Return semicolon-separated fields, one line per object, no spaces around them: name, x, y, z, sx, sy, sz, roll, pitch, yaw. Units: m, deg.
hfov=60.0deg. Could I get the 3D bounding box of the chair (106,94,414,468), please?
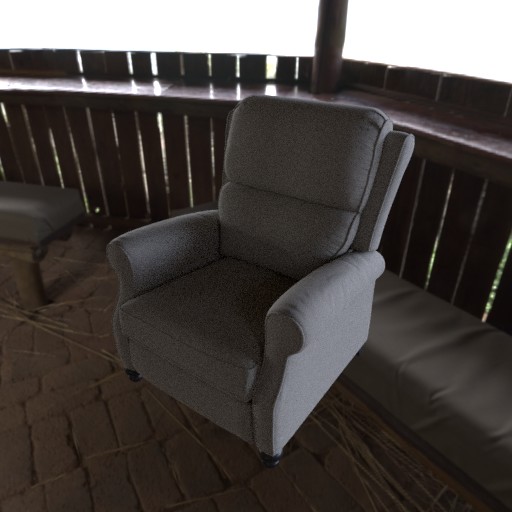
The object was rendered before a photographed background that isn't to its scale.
chair;0.000;0.000;1.704;0.859;1.046;0.919;19;34;31
